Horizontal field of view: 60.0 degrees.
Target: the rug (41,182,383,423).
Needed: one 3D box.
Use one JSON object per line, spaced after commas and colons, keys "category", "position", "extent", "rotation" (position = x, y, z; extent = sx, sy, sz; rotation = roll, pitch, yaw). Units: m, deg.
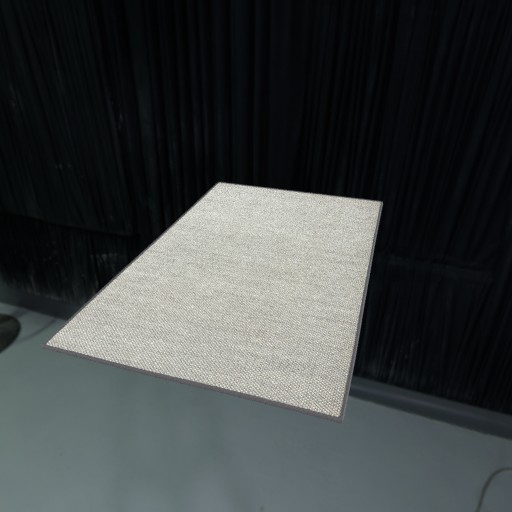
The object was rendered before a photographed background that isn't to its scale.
{"category": "rug", "position": [0.000, 0.000, 2.109], "extent": [1.067, 0.013, 1.676], "rotation": [9, 32, 15]}
